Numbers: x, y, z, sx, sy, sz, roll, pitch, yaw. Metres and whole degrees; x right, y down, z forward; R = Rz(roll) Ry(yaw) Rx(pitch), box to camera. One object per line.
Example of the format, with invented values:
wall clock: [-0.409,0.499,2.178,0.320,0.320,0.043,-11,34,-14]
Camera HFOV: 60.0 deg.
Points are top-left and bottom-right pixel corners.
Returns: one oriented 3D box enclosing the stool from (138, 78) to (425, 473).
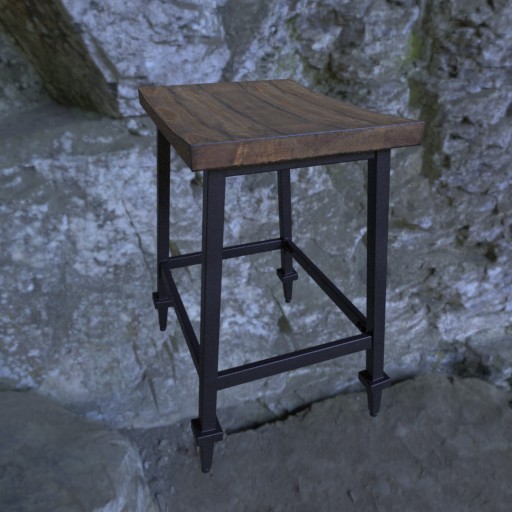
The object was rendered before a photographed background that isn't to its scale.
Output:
stool: [0.000,0.000,0.933,0.405,0.625,0.486,-10,31,-18]
